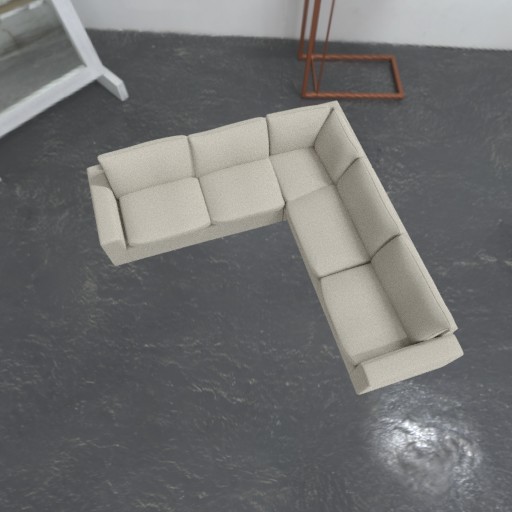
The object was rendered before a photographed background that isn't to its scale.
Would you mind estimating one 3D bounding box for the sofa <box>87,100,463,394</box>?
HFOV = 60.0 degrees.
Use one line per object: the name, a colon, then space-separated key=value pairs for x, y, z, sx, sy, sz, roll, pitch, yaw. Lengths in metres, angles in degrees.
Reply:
sofa: x=0.000 y=0.000 z=4.686 sx=3.066 sy=0.918 sz=3.206 roll=-16 pitch=65 yaw=-8
